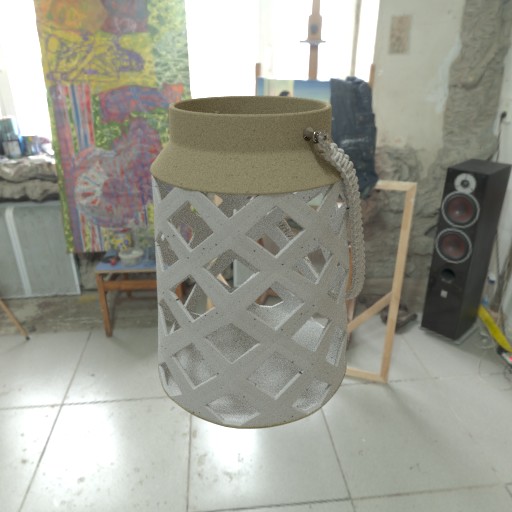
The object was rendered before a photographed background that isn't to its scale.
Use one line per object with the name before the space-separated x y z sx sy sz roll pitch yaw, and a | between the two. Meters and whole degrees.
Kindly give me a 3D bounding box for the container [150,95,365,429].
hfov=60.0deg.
container | 0.000 0.000 0.349 0.172 0.229 0.163 -17 30 -31
